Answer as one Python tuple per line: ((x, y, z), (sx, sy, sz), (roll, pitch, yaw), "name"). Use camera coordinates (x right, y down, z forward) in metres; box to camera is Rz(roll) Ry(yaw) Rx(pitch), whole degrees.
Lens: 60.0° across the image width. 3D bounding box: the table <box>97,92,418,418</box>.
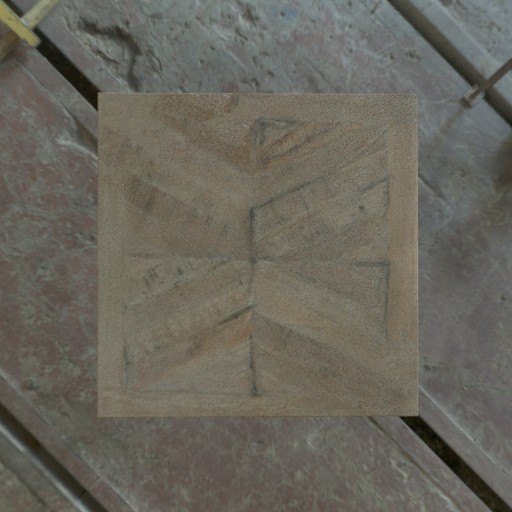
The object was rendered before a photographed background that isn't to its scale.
((0.000, 0.000, 0.954), (0.498, 0.550, 0.499), (0, 90, -1), "table")
